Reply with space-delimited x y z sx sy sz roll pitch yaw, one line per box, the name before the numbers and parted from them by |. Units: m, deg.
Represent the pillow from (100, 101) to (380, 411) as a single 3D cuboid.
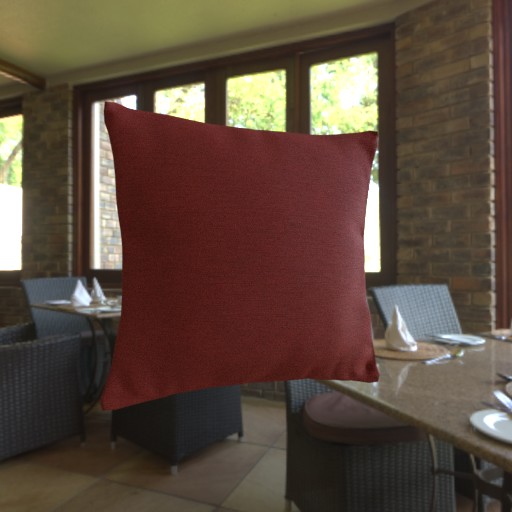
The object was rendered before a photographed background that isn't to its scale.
pillow | 0.000 0.000 0.657 0.435 0.416 0.151 0 -1 -19
